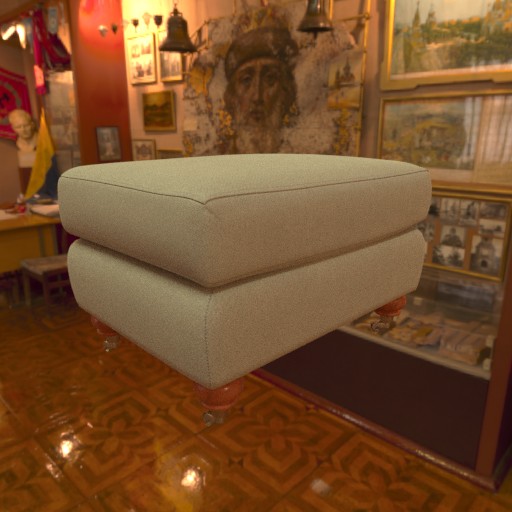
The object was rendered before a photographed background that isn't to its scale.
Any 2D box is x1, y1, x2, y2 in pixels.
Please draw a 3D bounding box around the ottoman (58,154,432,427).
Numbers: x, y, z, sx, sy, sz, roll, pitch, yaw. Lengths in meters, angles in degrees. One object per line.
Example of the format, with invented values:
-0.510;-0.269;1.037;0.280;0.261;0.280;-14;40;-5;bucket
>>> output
0.000;0.000;1.126;0.773;0.499;0.569;-15;21;-42;ottoman
